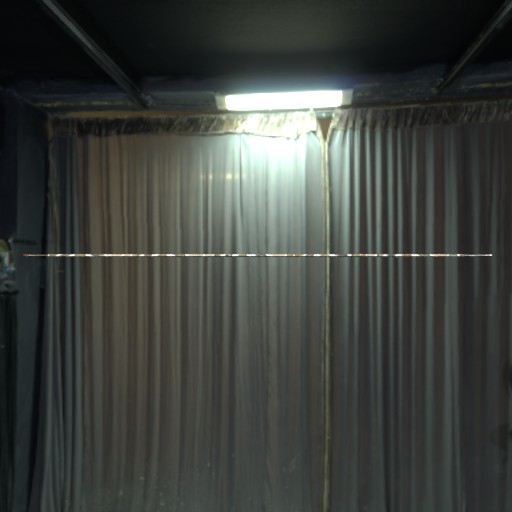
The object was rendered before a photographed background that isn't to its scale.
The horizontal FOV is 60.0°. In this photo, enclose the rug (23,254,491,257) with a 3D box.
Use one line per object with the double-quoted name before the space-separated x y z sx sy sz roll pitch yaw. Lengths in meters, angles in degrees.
"rug" 0.000 0.000 2.303 1.829 0.008 1.219 0 0 1
